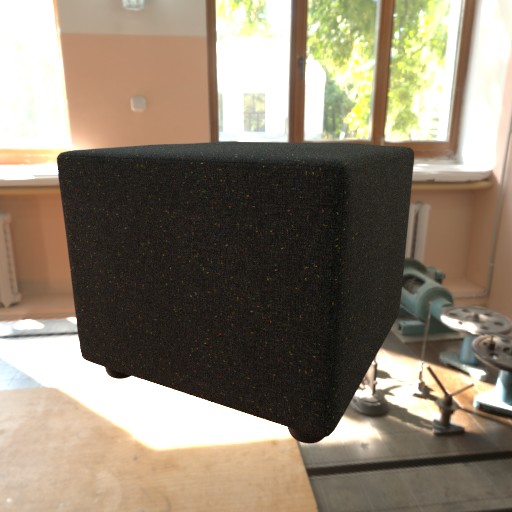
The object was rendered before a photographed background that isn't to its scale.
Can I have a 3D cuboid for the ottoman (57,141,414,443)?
[{"bbox_3d":[0.000,0.000,0.877,0.508,0.432,0.508,8,18,27],"label":"ottoman"}]
